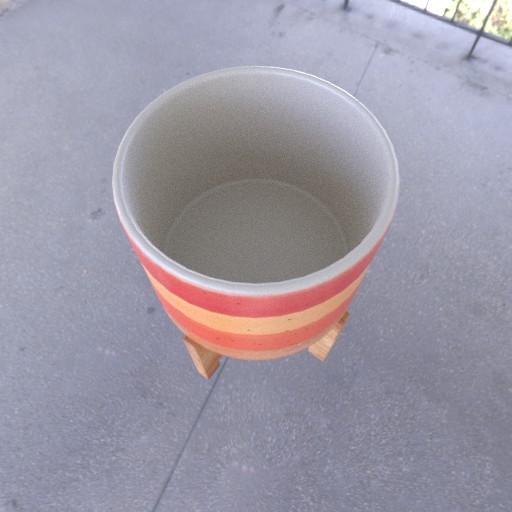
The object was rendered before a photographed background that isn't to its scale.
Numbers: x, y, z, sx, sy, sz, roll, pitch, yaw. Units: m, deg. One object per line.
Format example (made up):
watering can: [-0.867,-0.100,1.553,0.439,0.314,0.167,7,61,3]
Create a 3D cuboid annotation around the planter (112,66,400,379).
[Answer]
planter: [0.000,0.000,0.411,0.199,0.268,0.199,0,62,0]
